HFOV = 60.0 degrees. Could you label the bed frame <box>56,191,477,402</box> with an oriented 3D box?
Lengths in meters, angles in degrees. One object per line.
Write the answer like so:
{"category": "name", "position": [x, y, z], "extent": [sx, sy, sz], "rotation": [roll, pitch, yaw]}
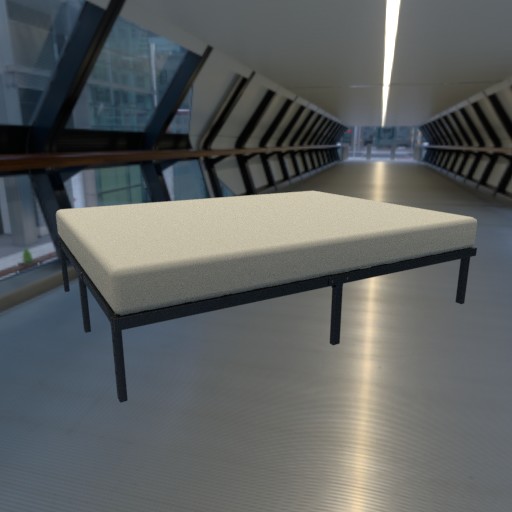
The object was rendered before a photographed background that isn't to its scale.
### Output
{"category": "bed frame", "position": [0.000, 0.000, 3.483], "extent": [2.635, 0.680, 1.990], "rotation": [-9, 17, -29]}
